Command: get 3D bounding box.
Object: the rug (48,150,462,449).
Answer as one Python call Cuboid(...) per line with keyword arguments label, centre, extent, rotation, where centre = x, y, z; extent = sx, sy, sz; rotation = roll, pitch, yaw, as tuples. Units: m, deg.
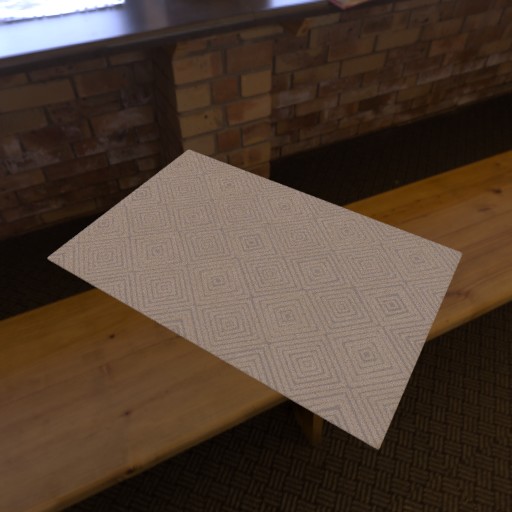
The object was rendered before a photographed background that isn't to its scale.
Cuboid(label="rug", centre=(0.000, 0.000, 2.233), extent=(1.753, 0.008, 1.143), rotation=(25, 51, 21))
